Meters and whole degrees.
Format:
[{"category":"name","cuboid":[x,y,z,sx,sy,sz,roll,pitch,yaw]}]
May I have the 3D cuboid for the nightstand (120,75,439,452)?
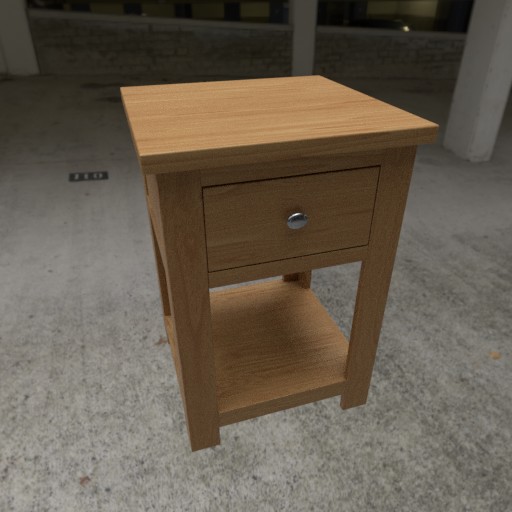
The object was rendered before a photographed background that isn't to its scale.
[{"category":"nightstand","cuboid":[0.000,0.000,0.918,0.428,0.614,0.418,-10,33,-15]}]
